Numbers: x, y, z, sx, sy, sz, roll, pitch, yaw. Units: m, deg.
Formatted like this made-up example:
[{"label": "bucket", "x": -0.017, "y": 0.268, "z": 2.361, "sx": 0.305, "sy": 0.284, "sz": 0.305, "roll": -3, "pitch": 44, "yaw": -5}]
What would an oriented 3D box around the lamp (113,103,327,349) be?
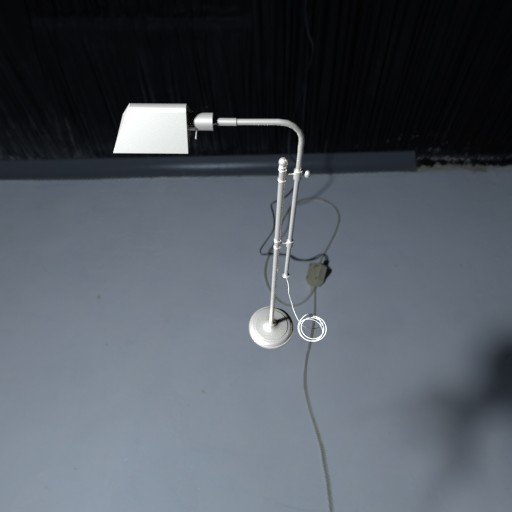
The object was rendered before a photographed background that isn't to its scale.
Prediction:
[{"label": "lamp", "x": 0.000, "y": 0.000, "z": 1.889, "sx": 0.813, "sy": 1.571, "sz": 0.256, "roll": 1, "pitch": 58, "yaw": 0}]
